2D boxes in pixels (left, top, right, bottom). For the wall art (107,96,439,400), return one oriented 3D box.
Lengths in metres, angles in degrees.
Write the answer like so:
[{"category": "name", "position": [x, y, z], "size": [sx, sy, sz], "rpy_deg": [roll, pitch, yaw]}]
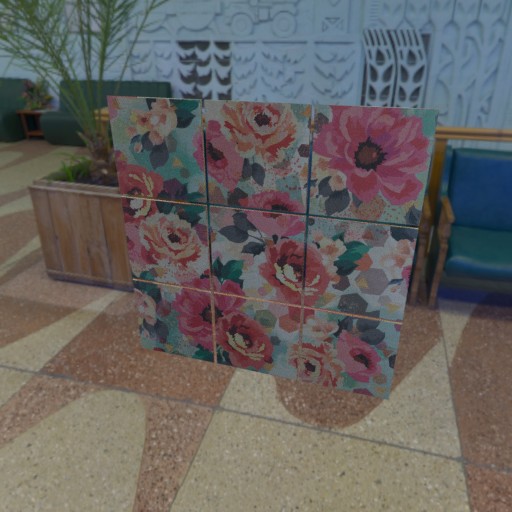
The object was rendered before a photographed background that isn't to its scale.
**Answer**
[{"category": "wall art", "position": [0.000, 0.000, 2.295], "size": [1.521, 1.519, 0.013], "rpy_deg": [8, 27, 16]}]
